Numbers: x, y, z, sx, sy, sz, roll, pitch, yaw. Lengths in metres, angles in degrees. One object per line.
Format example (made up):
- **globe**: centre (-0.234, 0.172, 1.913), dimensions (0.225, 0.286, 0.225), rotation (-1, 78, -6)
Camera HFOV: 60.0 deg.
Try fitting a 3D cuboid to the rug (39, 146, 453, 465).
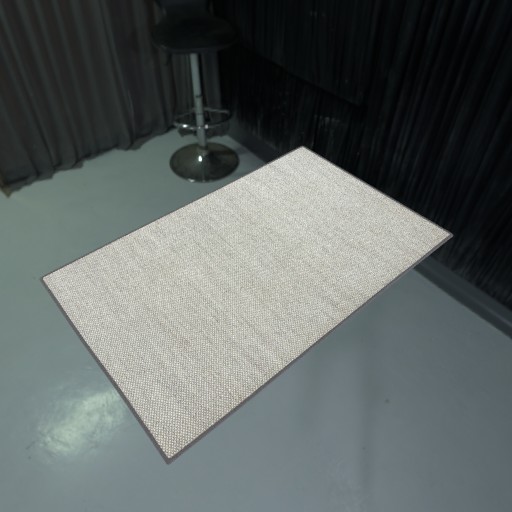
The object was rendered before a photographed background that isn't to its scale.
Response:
- **rug**: centre (0.000, 0.000, 2.099), dimensions (1.676, 0.013, 1.067), rotation (-32, 54, -27)
